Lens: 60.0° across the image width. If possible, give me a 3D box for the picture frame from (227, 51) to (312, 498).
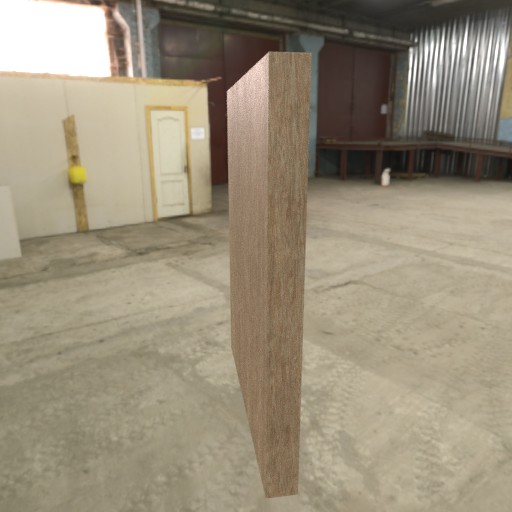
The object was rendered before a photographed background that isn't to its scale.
[{"bbox_3d":[0.000,0.000,0.702,0.043,0.526,0.424,-2,16,-9],"label":"picture frame"}]
